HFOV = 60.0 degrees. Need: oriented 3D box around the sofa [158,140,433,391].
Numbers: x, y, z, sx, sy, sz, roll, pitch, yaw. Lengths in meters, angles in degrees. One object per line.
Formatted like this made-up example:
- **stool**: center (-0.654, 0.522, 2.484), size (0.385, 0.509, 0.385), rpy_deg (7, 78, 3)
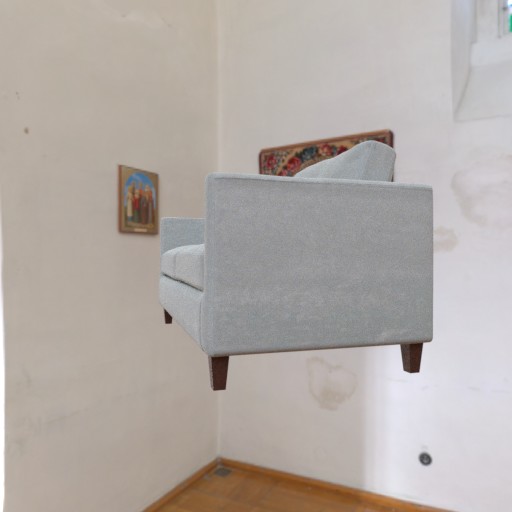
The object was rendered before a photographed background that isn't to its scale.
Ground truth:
- **sofa**: center (0.000, 0.000, 2.520), size (0.950, 0.963, 1.884), rpy_deg (0, 0, -17)
